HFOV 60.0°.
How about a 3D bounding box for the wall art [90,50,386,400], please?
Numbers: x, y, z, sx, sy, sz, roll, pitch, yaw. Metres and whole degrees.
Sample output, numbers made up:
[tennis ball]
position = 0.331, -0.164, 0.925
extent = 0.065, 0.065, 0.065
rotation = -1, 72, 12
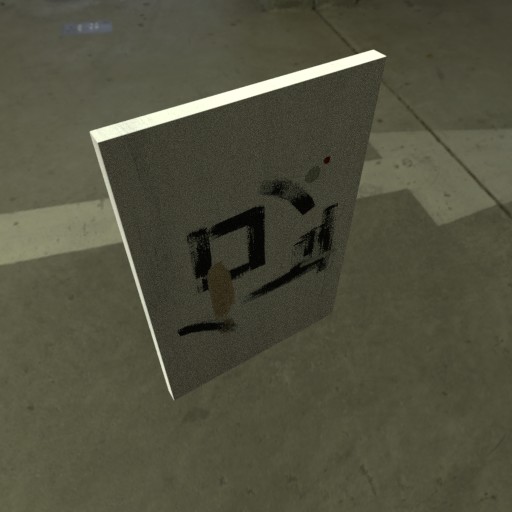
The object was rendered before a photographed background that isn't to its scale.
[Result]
[wall art]
position = 0.000, 0.000, 1.165
extent = 0.624, 0.914, 0.043
rotation = -24, 51, -21
